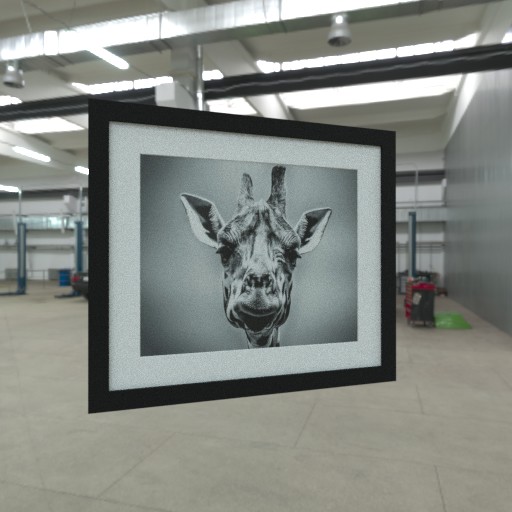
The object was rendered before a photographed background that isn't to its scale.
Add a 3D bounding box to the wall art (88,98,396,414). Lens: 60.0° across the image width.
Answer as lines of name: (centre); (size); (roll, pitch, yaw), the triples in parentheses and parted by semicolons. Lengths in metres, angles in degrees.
wall art: (0.000, 0.000, 0.539); (0.381, 0.330, 0.031); (0, 0, -19)
